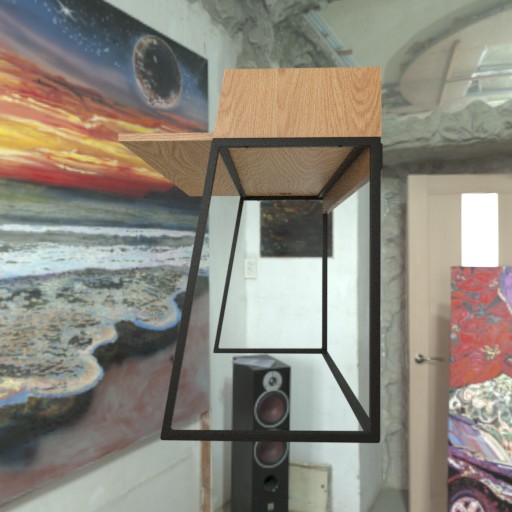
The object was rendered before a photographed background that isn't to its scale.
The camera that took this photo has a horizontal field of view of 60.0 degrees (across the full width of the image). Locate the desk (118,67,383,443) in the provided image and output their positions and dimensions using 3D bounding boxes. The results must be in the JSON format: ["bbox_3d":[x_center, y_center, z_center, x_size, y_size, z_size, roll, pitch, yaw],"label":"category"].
[{"bbox_3d":[0.000,0.000,1.855,0.769,1.061,1.191,0,0,2],"label":"desk"}]
